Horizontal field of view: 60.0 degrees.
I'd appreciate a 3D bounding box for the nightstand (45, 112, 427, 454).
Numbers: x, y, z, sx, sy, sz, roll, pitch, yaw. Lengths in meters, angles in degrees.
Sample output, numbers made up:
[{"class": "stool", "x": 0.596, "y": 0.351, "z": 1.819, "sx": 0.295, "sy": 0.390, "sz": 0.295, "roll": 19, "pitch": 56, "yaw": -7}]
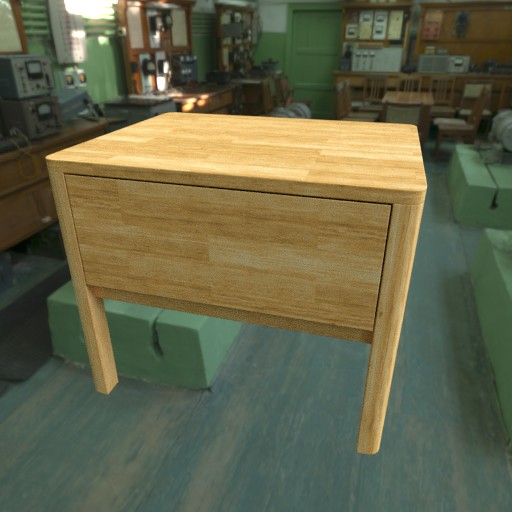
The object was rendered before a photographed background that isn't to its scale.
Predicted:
[{"class": "nightstand", "x": 0.000, "y": 0.000, "z": 0.900, "sx": 0.560, "sy": 0.470, "sz": 0.440, "roll": 7, "pitch": 28, "yaw": 14}]
